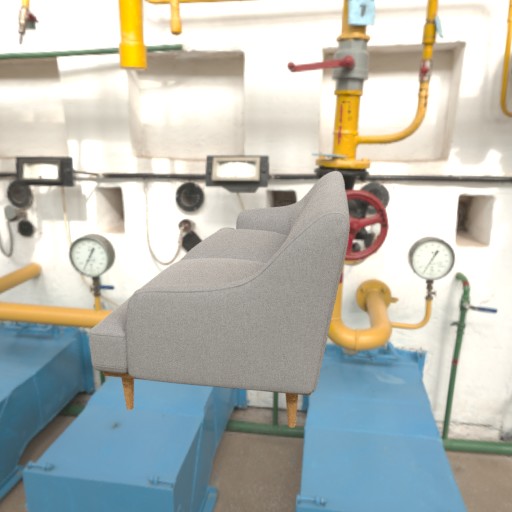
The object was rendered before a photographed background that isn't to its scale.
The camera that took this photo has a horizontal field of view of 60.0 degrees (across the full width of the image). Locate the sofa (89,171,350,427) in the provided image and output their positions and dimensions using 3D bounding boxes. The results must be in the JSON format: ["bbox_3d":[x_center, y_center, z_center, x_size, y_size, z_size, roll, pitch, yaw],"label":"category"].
[{"bbox_3d":[0.000,0.000,2.566,0.978,0.871,2.057,3,15,10],"label":"sofa"}]
